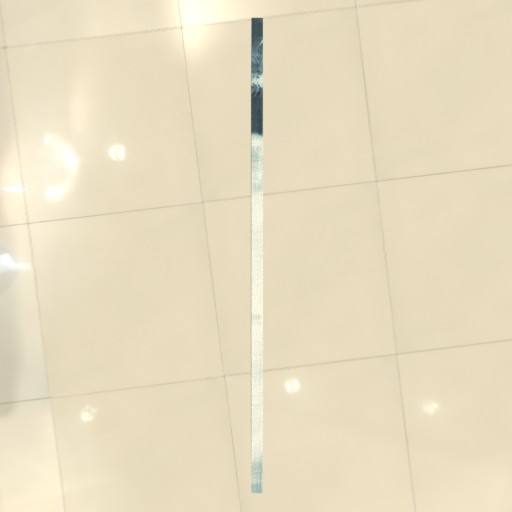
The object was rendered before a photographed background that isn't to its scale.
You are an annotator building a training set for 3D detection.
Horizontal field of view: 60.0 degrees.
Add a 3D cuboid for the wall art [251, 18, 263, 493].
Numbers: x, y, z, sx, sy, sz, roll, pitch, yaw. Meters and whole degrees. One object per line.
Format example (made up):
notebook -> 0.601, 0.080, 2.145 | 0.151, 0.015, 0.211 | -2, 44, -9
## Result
wall art -> 0.000, 0.000, 1.673 | 0.037, 0.509, 1.524 | 0, 91, -1
